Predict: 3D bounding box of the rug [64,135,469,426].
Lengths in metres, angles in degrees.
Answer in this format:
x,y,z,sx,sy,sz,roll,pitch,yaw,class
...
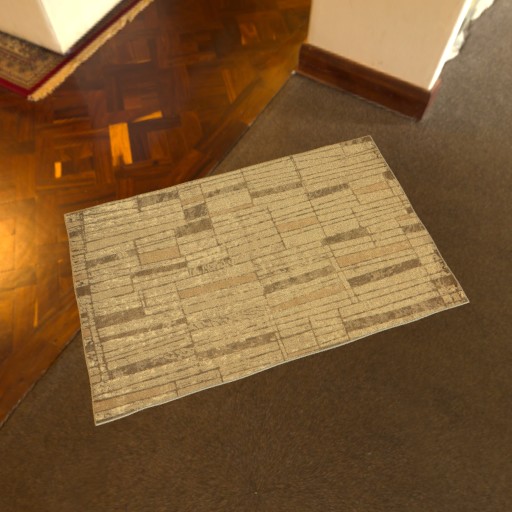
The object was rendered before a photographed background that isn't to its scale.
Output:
x,y,z,sx,sy,sz,roll,pitch,yaw,class
0.000,0.000,3.060,2.444,0.023,1.531,-16,63,-8,rug
